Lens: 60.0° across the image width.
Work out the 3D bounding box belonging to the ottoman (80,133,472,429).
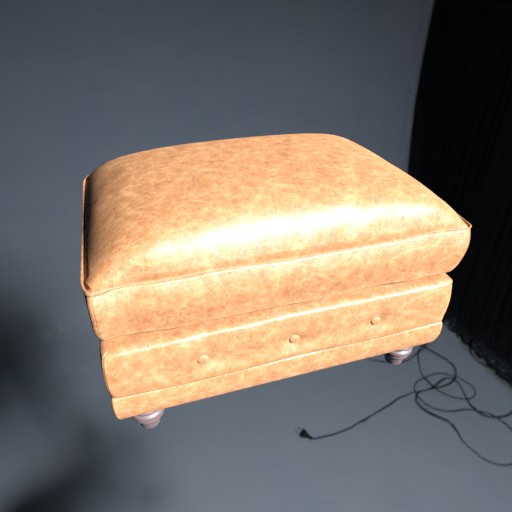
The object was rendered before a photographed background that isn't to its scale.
[{"bbox_3d":[0.000,0.000,1.030,0.710,0.480,0.533,-10,33,-15],"label":"ottoman"}]
